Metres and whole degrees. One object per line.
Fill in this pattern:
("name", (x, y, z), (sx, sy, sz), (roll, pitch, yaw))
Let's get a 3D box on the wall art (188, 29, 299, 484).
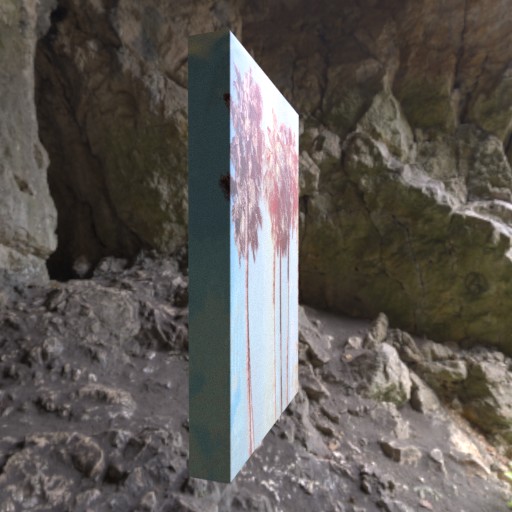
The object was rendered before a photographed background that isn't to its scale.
("wall art", (0.000, 0.000, 0.493), (0.039, 0.380, 0.251), (0, 1, 19))
